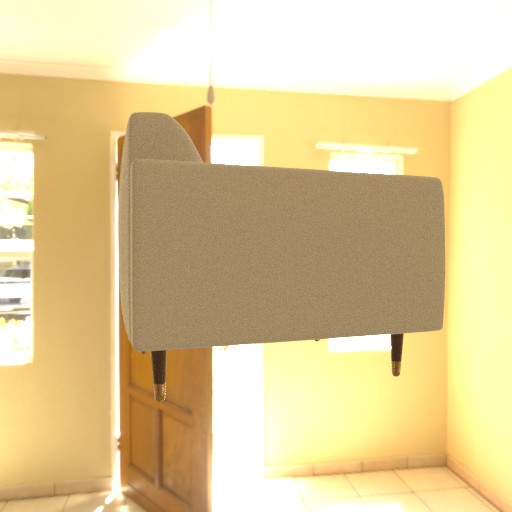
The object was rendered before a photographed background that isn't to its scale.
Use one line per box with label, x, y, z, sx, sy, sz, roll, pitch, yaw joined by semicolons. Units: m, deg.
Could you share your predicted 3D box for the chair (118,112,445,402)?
chair;0.000;0.000;1.680;0.998;0.819;0.953;0;1;-18
